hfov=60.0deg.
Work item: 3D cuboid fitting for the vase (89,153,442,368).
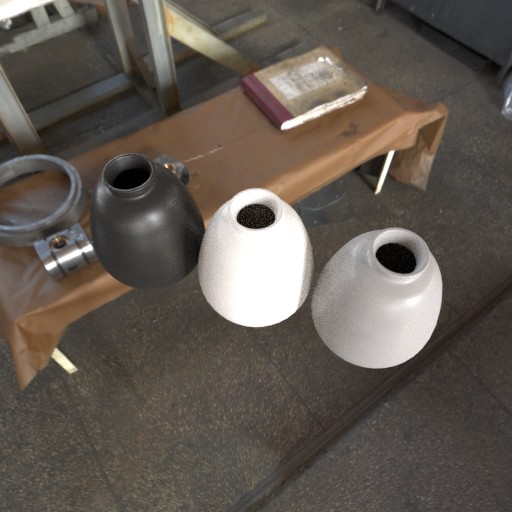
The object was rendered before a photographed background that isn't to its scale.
[{"bbox_3d":[0.000,0.000,0.359,0.297,0.122,0.097,17,59,11],"label":"vase"}]
